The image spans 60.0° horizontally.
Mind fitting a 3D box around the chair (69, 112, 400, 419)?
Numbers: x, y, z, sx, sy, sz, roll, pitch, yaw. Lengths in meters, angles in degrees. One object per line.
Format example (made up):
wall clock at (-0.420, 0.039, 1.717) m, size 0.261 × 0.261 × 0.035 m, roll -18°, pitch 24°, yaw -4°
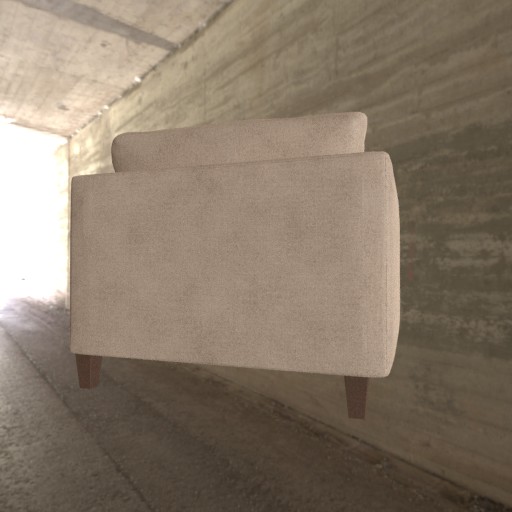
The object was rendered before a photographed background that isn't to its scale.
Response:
chair at (0.000, 0.000, 1.848) m, size 1.133 × 0.961 × 0.959 m, roll 0°, pitch -1°, yaw 19°
